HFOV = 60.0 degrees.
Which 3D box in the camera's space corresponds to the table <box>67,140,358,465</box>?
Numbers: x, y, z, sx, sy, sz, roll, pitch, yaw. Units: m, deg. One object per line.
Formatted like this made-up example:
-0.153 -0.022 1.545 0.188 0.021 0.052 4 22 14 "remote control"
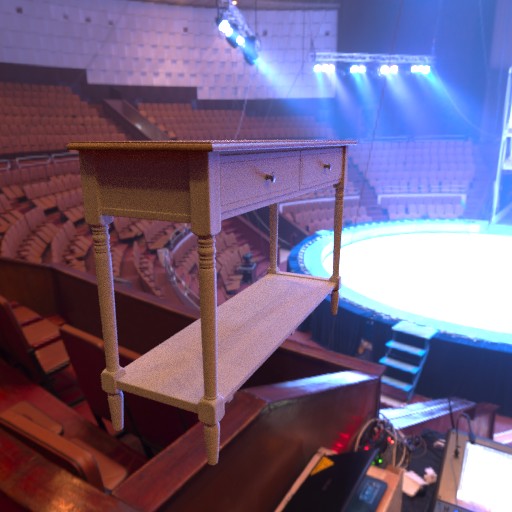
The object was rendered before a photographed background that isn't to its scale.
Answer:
0.000 0.000 1.587 0.399 0.800 1.219 7 16 25 "table"
